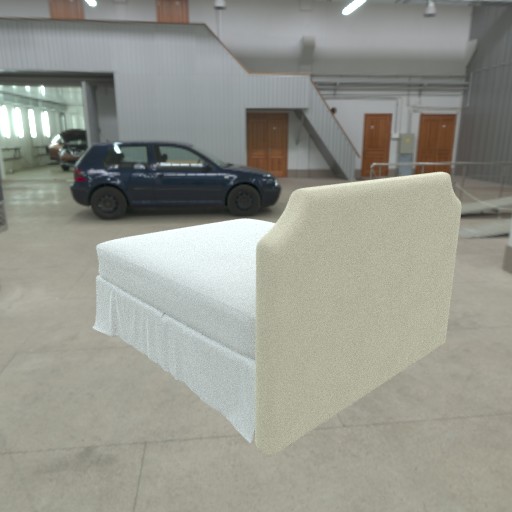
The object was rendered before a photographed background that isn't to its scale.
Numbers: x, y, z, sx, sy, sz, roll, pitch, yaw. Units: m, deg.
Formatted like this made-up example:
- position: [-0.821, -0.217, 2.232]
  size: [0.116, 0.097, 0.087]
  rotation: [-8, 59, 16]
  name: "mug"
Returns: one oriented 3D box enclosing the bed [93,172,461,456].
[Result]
- position: [0.000, 0.000, 3.317]
  size: [1.827, 1.296, 2.209]
  rotation: [-14, 20, -40]
  name: "bed"
